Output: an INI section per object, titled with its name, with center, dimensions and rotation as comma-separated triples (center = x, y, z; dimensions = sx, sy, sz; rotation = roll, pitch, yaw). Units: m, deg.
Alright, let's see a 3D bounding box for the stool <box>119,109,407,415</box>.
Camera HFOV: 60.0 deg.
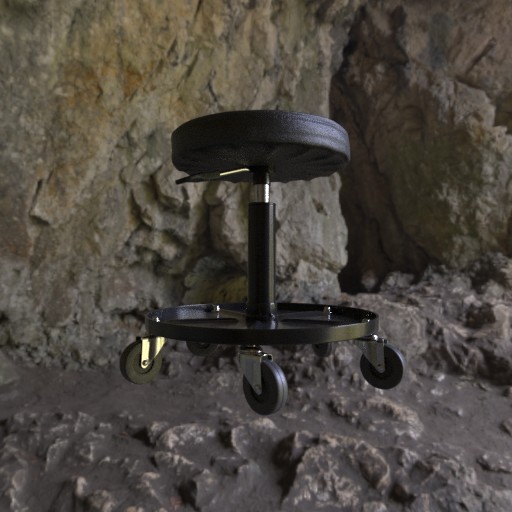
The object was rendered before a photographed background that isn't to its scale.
[stool]
center = 0.000, 0.000, 0.681
dimensions = 0.382, 0.365, 0.381
rotation = 1, -1, -36
